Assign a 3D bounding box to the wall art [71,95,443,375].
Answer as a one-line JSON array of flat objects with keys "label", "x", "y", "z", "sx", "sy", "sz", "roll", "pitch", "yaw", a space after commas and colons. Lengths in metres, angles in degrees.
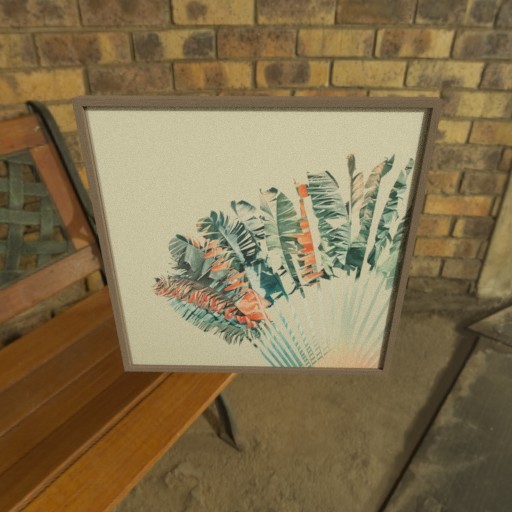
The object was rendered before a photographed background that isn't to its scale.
[{"label": "wall art", "x": 0.000, "y": 0.000, "z": 1.111, "sx": 0.761, "sy": 0.758, "sz": 0.038, "roll": 1, "pitch": 30, "yaw": 1}]
